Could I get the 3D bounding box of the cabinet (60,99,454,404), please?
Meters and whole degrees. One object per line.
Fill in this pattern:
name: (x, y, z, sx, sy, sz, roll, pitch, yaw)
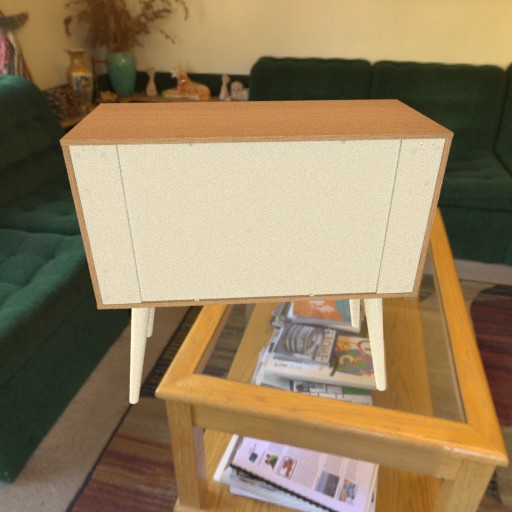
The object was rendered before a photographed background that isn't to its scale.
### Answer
cabinet: (0.000, 0.000, 1.644, 1.057, 1.016, 0.470, -2, 30, -3)
